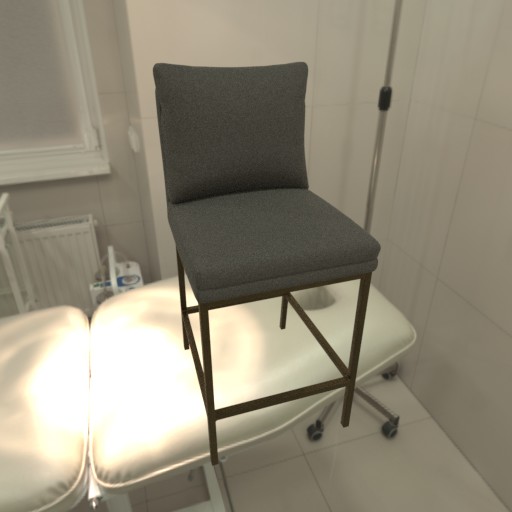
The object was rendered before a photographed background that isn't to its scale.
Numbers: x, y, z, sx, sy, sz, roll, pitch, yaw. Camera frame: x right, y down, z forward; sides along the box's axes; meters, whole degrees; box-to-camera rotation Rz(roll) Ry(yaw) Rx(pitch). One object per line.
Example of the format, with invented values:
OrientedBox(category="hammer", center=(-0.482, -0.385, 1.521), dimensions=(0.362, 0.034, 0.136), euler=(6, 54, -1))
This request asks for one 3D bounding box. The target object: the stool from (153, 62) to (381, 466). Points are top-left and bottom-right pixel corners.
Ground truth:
OrientedBox(category="stool", center=(0.000, 0.000, 1.311), dimensions=(0.463, 1.030, 0.569), euler=(-9, 31, -16))
